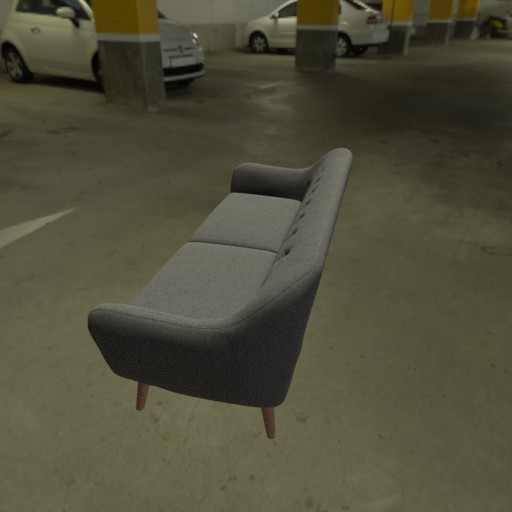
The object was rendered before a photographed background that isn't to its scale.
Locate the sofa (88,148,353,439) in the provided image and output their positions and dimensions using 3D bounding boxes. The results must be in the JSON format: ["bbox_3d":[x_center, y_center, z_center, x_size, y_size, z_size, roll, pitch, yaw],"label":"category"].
[{"bbox_3d":[0.000,0.000,2.316,0.820,0.820,1.840,7,30,13],"label":"sofa"}]
